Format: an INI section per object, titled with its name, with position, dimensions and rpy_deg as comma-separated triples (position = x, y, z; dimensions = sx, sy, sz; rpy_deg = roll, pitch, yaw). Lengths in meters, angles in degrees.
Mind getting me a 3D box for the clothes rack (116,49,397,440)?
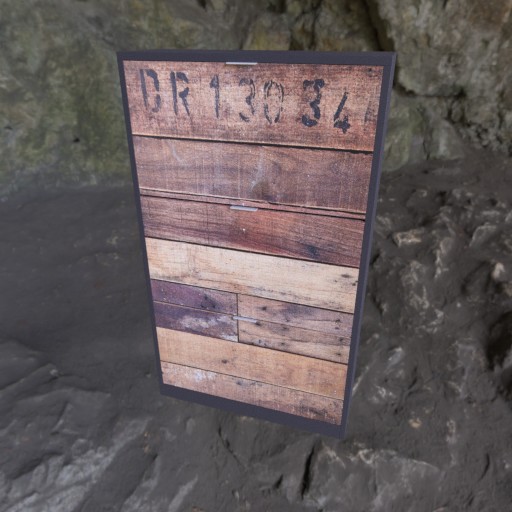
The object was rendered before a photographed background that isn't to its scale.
[clothes rack]
position = 0.000, 0.000, 1.529
dimensions = 0.750, 1.280, 0.250
rpy_deg = 8, 28, 16
